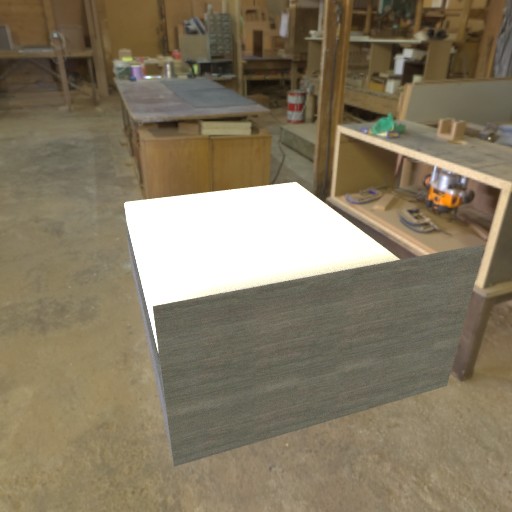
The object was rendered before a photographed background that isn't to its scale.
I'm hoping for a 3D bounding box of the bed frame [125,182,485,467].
[{"bbox_3d":[0.000,0.000,2.664,1.400,0.800,1.900,-9,29,-17],"label":"bed frame"}]
